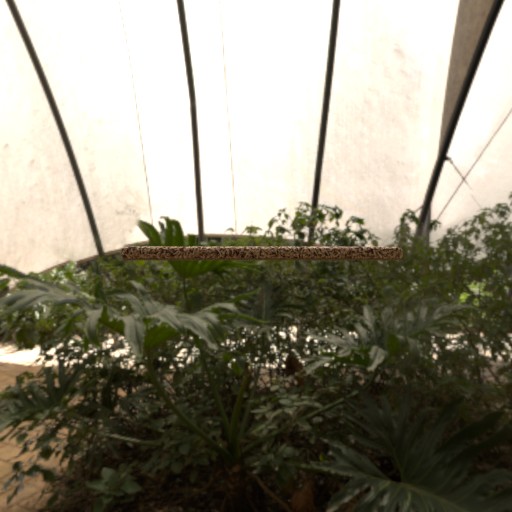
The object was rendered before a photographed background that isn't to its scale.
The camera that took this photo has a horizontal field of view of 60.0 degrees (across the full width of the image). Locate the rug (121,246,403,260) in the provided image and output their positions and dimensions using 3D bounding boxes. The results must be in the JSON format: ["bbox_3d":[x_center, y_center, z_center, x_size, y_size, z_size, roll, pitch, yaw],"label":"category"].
[{"bbox_3d":[0.000,0.000,1.706,0.609,0.030,1.524,0,0,-1],"label":"rug"}]
